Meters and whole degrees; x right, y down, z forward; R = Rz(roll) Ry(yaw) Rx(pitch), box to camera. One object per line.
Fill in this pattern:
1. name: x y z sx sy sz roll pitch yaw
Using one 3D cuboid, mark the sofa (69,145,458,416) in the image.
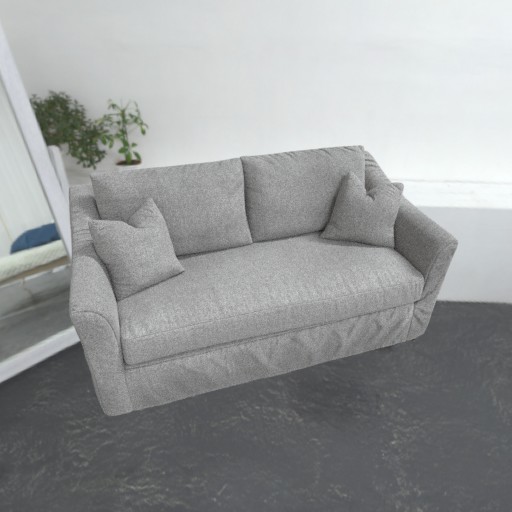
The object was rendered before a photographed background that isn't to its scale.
1. sofa: 0.000 0.000 2.645 2.010 1.018 1.072 -10 34 -15
